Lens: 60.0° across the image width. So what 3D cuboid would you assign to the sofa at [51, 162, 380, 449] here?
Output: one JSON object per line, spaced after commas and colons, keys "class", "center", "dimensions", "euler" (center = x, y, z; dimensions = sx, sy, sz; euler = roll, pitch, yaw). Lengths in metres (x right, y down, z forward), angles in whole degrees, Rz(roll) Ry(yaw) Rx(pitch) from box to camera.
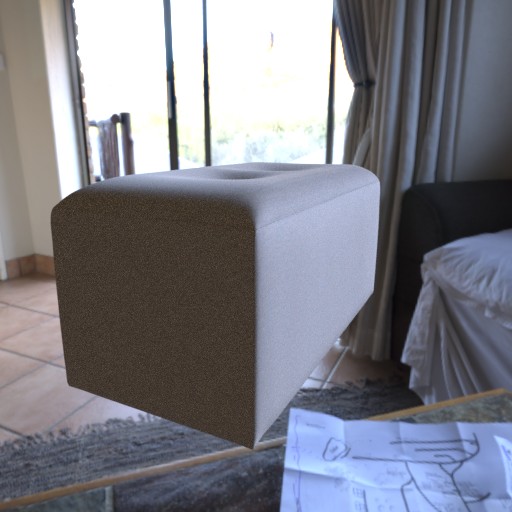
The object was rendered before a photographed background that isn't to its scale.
{"class": "sofa", "center": [0.000, 0.000, 1.213], "dimensions": [0.480, 0.470, 0.930], "euler": [7, 17, 26]}
